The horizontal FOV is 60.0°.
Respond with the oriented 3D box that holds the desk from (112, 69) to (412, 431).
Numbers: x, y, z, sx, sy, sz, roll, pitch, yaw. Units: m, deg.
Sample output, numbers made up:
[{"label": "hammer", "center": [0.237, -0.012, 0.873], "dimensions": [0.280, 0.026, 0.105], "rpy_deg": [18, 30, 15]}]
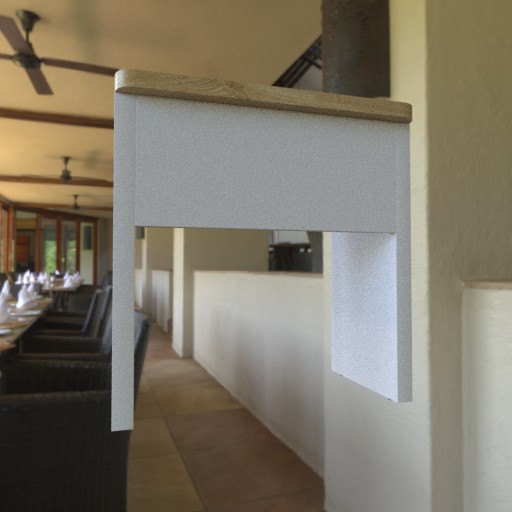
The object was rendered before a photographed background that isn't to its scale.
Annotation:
[{"label": "desk", "center": [0.000, 0.000, 1.252], "dimensions": [0.760, 0.790, 0.440], "rpy_deg": [0, -2, -17]}]
